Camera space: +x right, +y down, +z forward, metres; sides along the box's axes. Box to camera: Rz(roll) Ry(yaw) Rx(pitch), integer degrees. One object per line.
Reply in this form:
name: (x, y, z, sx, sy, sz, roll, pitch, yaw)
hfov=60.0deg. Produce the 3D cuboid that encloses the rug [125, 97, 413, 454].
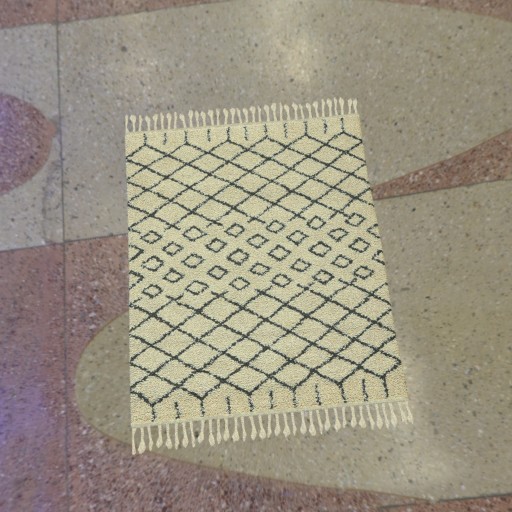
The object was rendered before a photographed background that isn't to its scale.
rug: (0.000, 0.000, 4.130, 2.388, 0.030, 3.213, -5, 75, -1)
